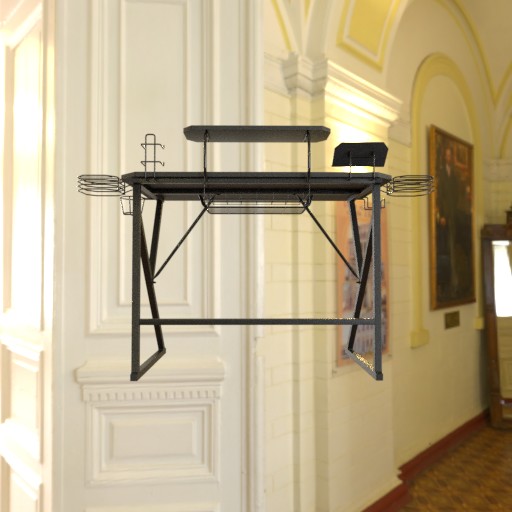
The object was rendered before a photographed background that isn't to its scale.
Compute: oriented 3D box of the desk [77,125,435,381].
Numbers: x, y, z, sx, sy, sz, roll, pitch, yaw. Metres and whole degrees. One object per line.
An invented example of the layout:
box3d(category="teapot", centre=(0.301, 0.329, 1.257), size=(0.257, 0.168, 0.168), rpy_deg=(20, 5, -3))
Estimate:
box3d(category="desk", centre=(0.000, 0.000, 1.778), size=(1.290, 0.880, 0.580), rpy_deg=(0, -2, -1))
